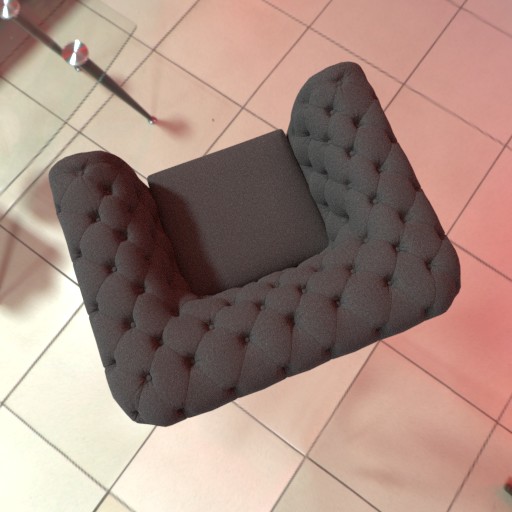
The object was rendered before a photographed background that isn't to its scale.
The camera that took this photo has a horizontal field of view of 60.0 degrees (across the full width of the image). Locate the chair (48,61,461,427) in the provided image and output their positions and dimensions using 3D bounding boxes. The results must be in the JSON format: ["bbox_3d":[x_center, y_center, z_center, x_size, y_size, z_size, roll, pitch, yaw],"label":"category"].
[{"bbox_3d":[0.000,0.000,1.821,1.270,0.770,0.976,-21,77,-5],"label":"chair"}]
